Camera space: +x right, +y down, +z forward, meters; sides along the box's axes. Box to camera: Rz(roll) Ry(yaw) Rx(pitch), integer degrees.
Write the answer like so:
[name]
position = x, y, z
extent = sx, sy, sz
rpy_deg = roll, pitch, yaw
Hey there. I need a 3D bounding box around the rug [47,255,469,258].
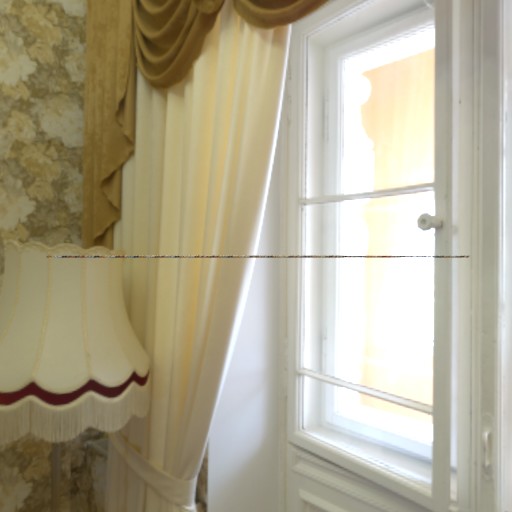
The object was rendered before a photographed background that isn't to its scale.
[rug]
position = 0.000, 0.000, 4.182
extent = 2.439, 0.015, 3.274
rpy_deg = 0, 0, -1
